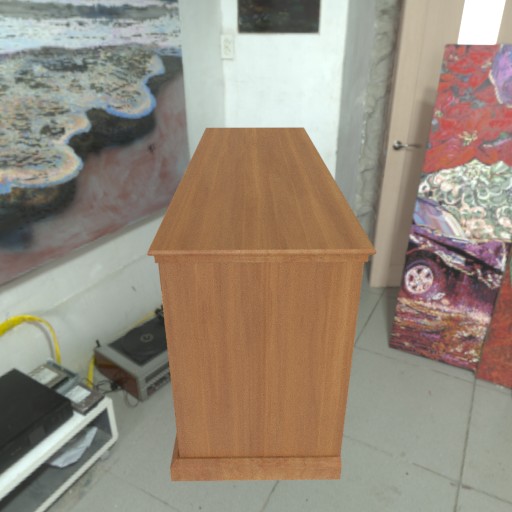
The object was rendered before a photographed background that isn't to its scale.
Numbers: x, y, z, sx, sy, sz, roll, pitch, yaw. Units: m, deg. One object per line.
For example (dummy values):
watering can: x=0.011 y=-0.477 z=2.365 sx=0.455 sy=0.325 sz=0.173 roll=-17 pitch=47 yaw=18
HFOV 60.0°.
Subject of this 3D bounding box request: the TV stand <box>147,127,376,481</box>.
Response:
TV stand: x=0.000 y=0.000 z=1.451 sx=0.417 sy=0.607 sz=1.181 roll=0 pitch=27 yaw=-1
